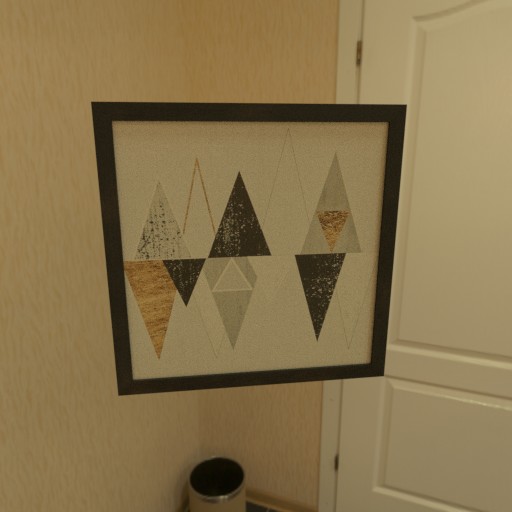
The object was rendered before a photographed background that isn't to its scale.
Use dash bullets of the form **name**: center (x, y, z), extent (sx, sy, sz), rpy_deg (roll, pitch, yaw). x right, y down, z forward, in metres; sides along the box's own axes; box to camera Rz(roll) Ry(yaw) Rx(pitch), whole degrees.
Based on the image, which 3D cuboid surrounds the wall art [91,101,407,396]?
- **wall art**: center (0.000, 0.000, 1.262), extent (0.823, 0.823, 0.013), rpy_deg (-2, 15, -7)
